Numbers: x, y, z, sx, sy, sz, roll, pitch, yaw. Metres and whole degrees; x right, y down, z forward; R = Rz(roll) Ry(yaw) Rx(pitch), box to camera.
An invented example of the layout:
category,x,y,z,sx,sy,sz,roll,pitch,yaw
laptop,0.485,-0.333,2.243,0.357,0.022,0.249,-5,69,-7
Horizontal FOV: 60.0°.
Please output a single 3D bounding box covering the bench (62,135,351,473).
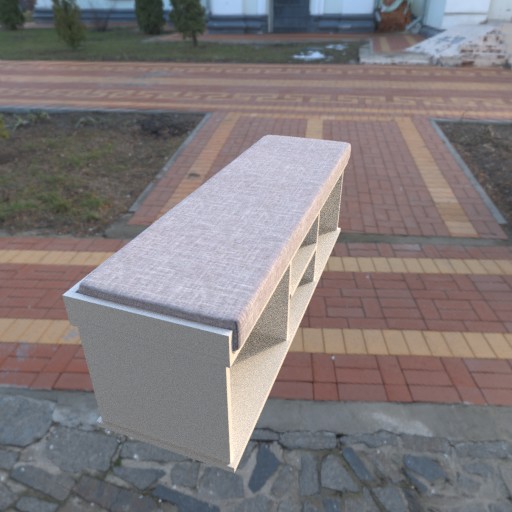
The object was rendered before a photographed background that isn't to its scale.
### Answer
category,x,y,z,sx,sy,sz,roll,pitch,yaw
bench,0.000,0.000,1.393,0.363,0.453,1.196,10,32,17
